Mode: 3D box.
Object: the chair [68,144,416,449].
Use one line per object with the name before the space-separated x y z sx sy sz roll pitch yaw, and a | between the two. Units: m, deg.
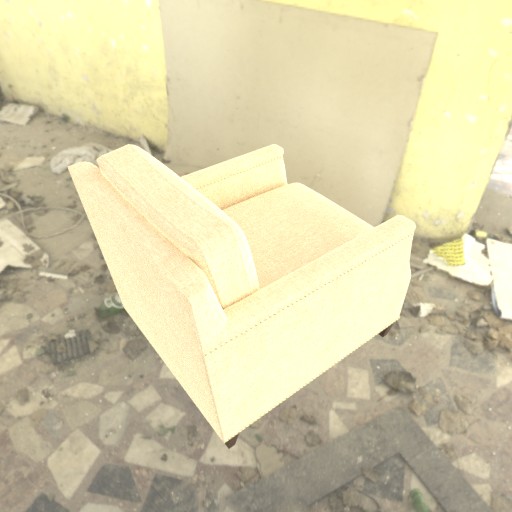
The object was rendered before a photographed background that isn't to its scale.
chair | 0.000 0.000 1.805 1.041 0.940 0.838 -26 47 -28
